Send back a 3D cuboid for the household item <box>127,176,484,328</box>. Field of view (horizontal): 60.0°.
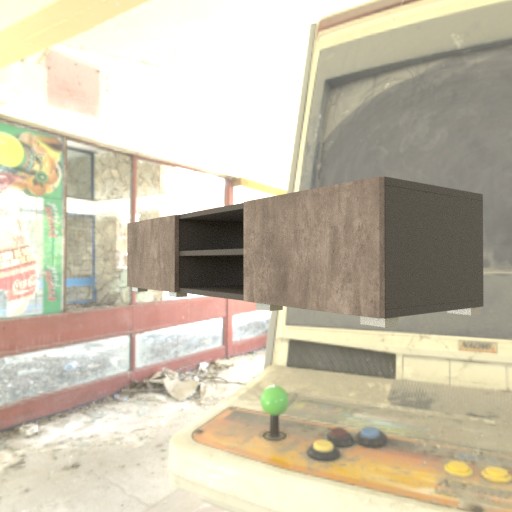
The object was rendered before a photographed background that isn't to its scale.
[{"bbox_3d":[0.000,0.000,1.579,0.420,0.310,1.400,0,-1,-37],"label":"household item"}]
